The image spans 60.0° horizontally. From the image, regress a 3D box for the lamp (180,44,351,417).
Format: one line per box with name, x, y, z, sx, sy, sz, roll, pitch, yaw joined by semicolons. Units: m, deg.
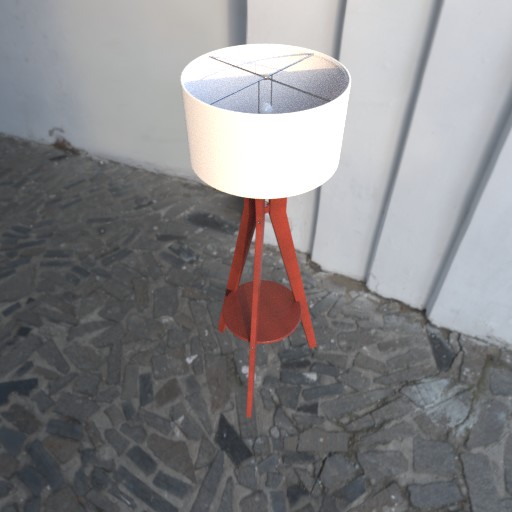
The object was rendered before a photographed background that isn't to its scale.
lamp;0.000;0.000;1.771;0.542;1.472;0.539;32;53;28
